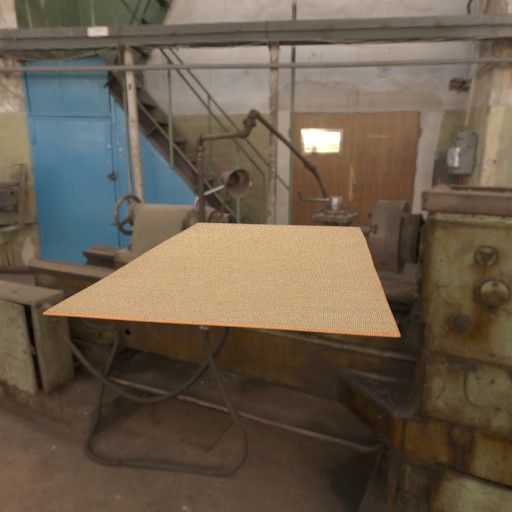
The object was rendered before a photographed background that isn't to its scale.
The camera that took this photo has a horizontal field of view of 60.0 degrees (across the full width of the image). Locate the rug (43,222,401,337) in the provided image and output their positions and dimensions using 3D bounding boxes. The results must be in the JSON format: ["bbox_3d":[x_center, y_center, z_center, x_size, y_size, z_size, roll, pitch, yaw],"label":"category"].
[{"bbox_3d":[0.000,0.000,2.085,1.078,0.013,1.678,2,14,9],"label":"rug"}]
